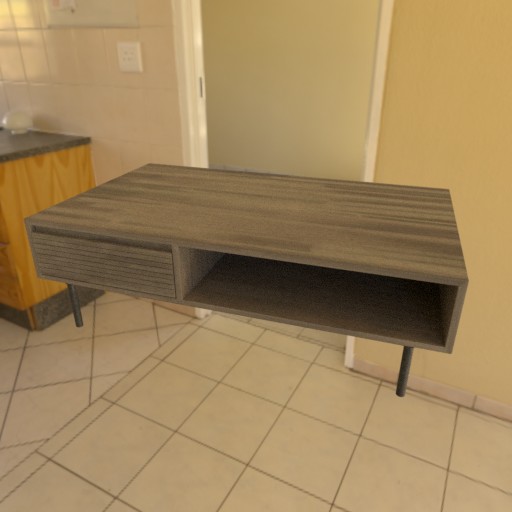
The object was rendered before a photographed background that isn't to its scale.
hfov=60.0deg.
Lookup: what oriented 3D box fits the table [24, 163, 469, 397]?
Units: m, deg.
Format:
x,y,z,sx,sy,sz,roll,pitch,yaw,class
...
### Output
x,y,z,sx,sy,sz,roll,pitch,yaw,class
0.000,0.000,1.367,1.088,0.347,0.643,8,27,16,table
